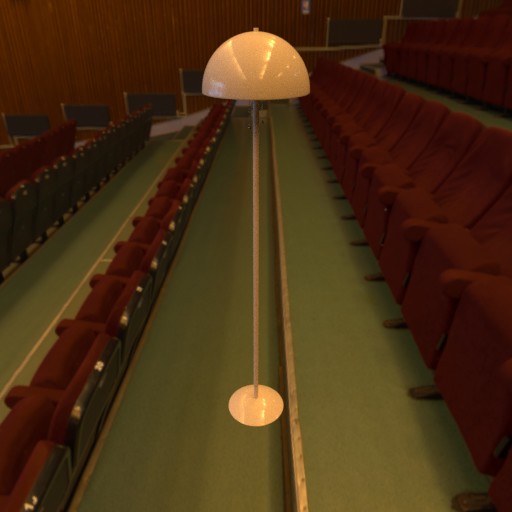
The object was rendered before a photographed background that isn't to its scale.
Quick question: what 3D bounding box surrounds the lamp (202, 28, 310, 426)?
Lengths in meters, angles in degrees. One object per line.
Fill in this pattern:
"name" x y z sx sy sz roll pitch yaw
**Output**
"lamp" 0.000 0.000 1.617 0.328 1.480 0.328 0 28 0
